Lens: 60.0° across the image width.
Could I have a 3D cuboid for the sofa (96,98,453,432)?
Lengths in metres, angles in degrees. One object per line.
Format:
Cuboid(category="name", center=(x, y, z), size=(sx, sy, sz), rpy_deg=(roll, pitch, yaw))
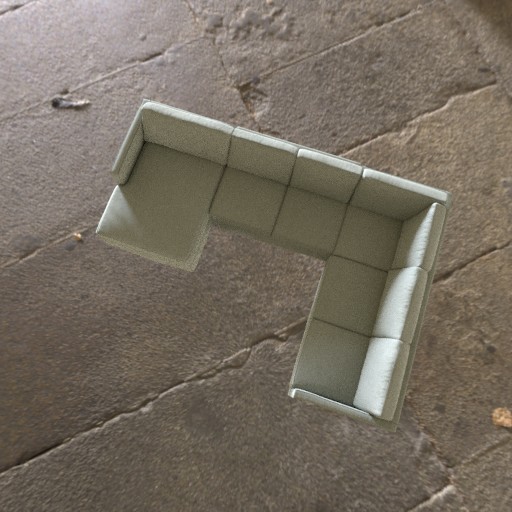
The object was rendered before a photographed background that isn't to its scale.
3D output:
Cuboid(category="sofa", center=(0.000, 0.000, 4.590), size=(3.434, 0.869, 2.440), rpy_deg=(18, 76, 5))
